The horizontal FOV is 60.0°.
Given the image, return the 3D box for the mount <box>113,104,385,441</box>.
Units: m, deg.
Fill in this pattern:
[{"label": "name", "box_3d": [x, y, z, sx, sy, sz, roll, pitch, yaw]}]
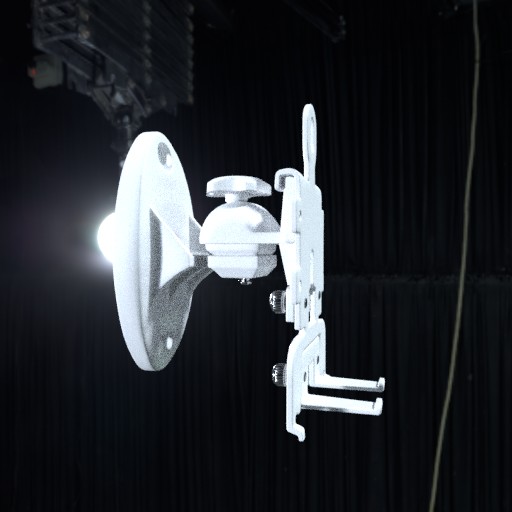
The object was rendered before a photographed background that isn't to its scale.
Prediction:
[{"label": "mount", "box_3d": [0.000, 0.000, 0.181, 0.100, 0.118, 0.066, 0, 1, 18]}]
